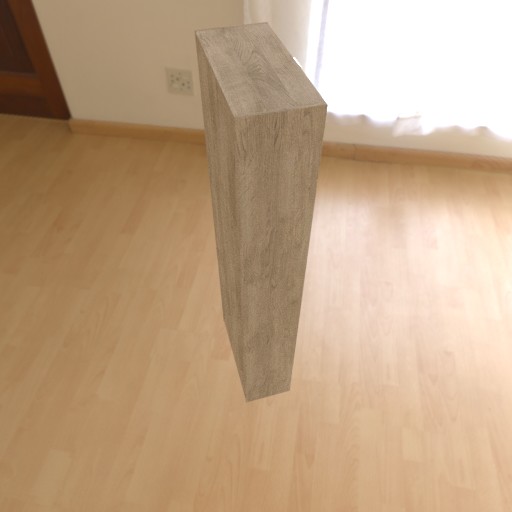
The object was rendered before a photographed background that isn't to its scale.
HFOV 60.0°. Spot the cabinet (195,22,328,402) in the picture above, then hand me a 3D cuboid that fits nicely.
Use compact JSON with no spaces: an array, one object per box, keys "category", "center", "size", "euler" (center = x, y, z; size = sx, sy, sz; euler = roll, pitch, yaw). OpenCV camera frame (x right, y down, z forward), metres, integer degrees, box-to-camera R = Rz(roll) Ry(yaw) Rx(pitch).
[{"category":"cabinet","center":[0.000,0.000,1.843],"size":[0.250,1.630,0.520],"euler":[-12,50,-10]}]
